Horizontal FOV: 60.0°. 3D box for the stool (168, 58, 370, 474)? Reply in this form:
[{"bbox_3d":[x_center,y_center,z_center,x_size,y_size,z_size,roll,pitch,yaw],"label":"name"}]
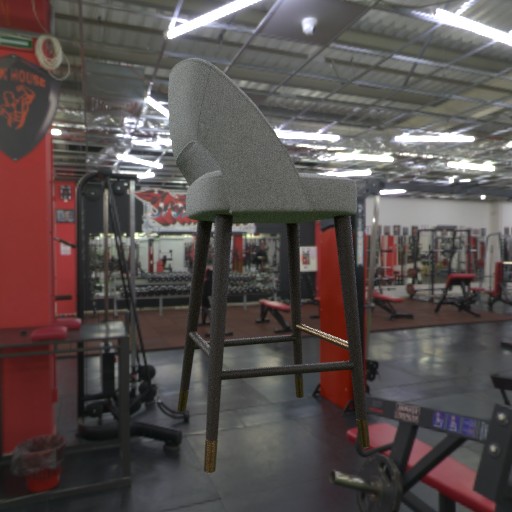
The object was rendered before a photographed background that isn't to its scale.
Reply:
[{"bbox_3d":[0.000,0.000,1.327,0.509,1.037,0.494,0,1,-19],"label":"stool"}]
